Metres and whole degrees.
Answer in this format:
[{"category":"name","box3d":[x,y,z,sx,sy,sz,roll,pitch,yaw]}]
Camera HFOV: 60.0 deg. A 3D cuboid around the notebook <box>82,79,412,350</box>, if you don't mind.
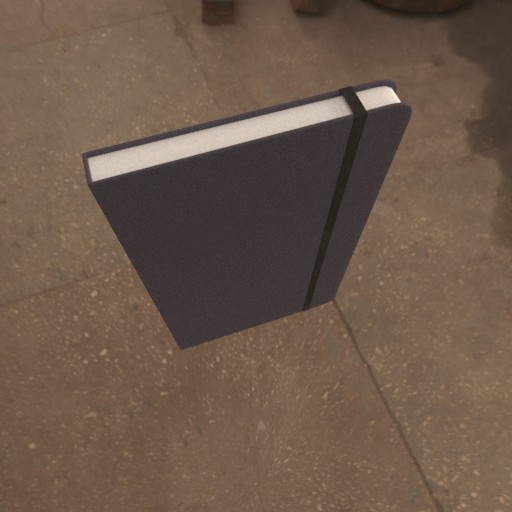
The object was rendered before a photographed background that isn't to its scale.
[{"category":"notebook","box3d":[0.000,0.000,0.259,0.127,0.213,0.016,-17,64,-8]}]
